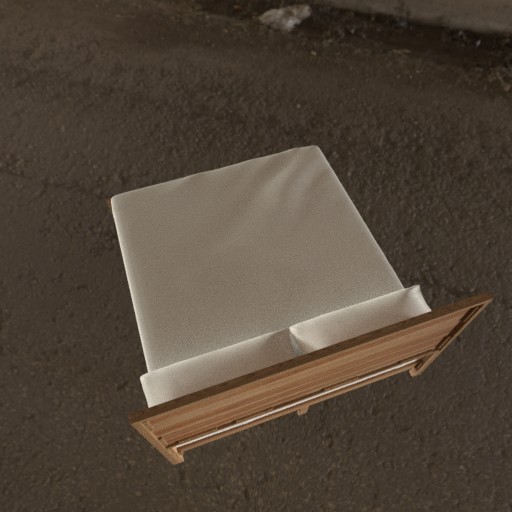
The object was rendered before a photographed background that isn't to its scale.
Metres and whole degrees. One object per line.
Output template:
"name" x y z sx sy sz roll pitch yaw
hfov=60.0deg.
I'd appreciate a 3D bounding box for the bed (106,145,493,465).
"bed" 0.000 0.000 3.366 2.013 1.295 2.184 -16 59 -10
